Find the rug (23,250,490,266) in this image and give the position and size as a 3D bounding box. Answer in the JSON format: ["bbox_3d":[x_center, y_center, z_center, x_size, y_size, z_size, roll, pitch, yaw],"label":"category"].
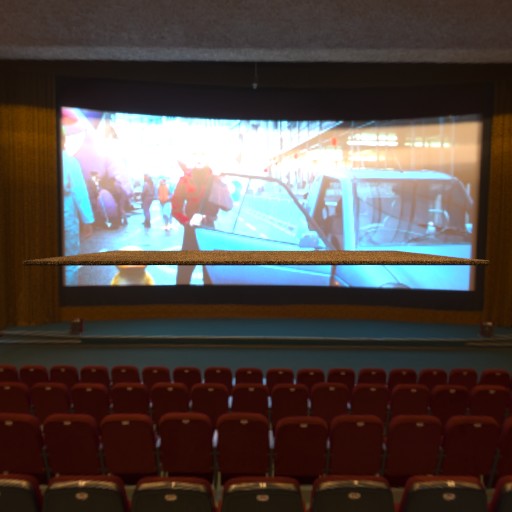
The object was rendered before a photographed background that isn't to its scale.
[{"bbox_3d":[0.000,0.000,2.973,2.352,0.025,1.501,0,3,0],"label":"rug"}]
